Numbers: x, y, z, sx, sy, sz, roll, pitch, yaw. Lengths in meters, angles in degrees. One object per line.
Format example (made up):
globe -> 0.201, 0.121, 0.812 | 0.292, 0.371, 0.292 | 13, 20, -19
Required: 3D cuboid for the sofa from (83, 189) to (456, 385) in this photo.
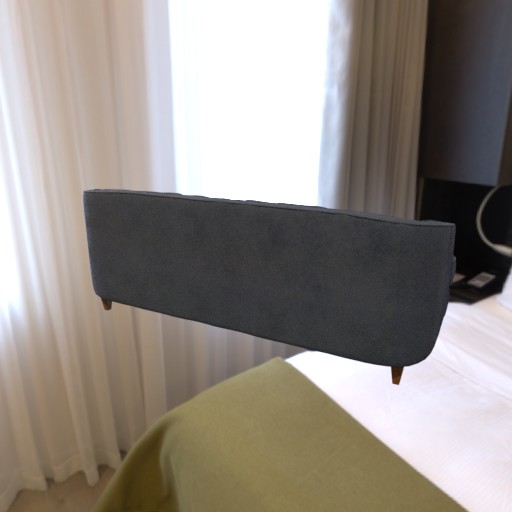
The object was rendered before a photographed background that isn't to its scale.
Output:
sofa -> 0.000, 0.000, 2.808 | 2.278, 0.855, 0.941 | 9, 19, 26
